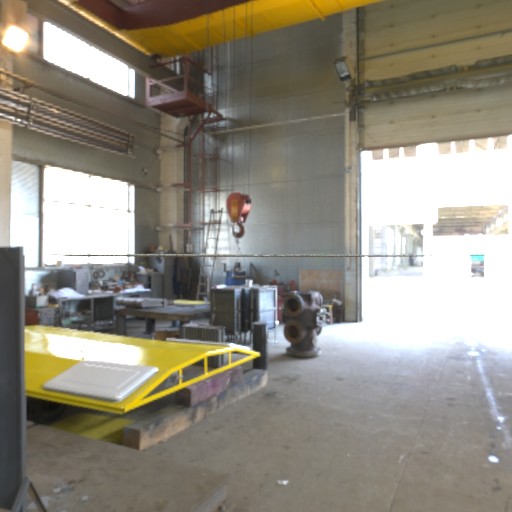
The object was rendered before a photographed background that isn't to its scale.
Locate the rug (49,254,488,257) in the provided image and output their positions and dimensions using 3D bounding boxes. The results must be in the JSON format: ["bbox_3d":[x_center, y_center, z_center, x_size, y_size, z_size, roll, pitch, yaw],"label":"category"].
[{"bbox_3d":[0.000,0.000,2.892,2.283,0.006,1.521,0,0,-18],"label":"rug"}]
